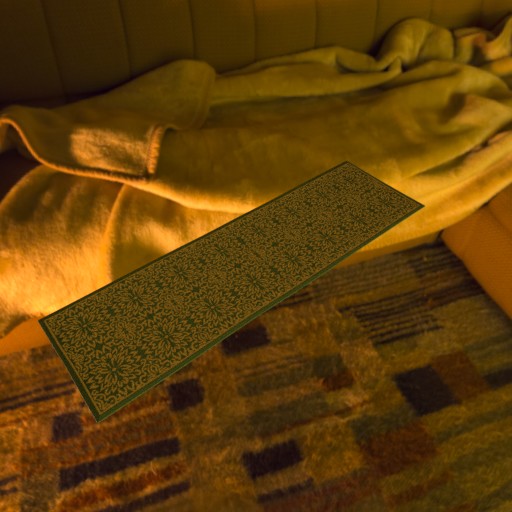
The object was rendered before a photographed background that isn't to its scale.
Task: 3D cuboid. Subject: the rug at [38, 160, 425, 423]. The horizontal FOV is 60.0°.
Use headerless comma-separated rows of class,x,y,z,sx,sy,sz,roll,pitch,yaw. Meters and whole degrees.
rug,0.000,0.000,2.458,2.196,0.011,0.662,-30,52,-27
